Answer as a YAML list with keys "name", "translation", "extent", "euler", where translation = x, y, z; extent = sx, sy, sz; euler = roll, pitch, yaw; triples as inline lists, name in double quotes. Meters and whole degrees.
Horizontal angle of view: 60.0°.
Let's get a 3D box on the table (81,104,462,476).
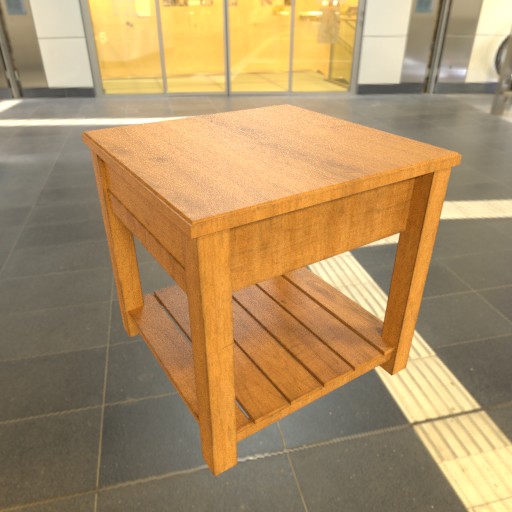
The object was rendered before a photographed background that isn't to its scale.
- name: "table"
  translation: [0.000, 0.000, 1.137]
  extent: [0.616, 0.593, 0.612]
  euler: [-18, 34, -28]
